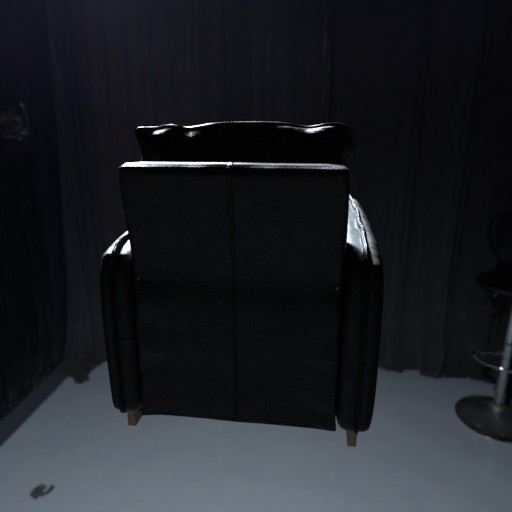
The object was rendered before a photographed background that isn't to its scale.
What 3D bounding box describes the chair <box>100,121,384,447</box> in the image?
[{"bbox_3d":[0.000,0.000,1.597,0.830,0.921,0.921,2,16,8],"label":"chair"}]
